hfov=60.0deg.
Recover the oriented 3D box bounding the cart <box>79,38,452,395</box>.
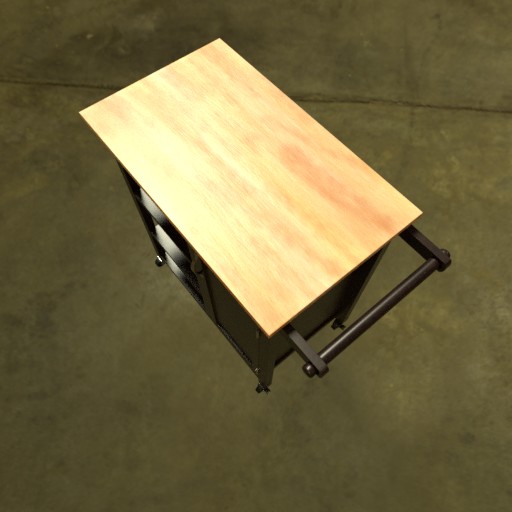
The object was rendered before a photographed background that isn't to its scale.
[{"bbox_3d":[0.000,0.000,1.476,0.472,0.878,0.914,-36,68,-17],"label":"cart"}]
